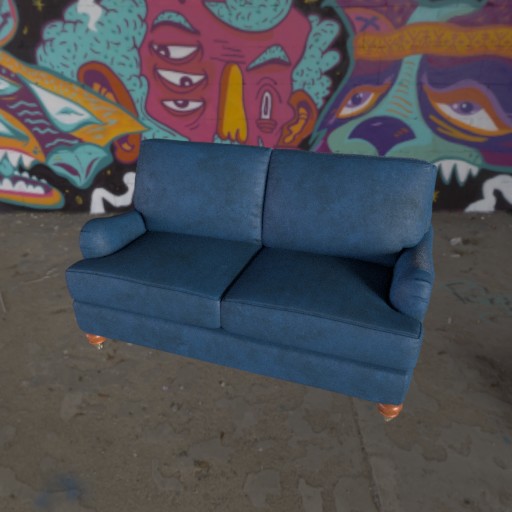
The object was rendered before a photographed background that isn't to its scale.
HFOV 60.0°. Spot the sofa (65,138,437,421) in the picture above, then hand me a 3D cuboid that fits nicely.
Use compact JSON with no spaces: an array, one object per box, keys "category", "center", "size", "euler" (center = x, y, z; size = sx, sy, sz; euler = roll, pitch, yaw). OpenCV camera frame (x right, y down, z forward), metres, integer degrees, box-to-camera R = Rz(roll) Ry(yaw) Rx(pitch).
[{"category":"sofa","center":[0.000,0.000,2.501],"size":[1.853,1.101,1.084],"euler":[9,28,17]}]
